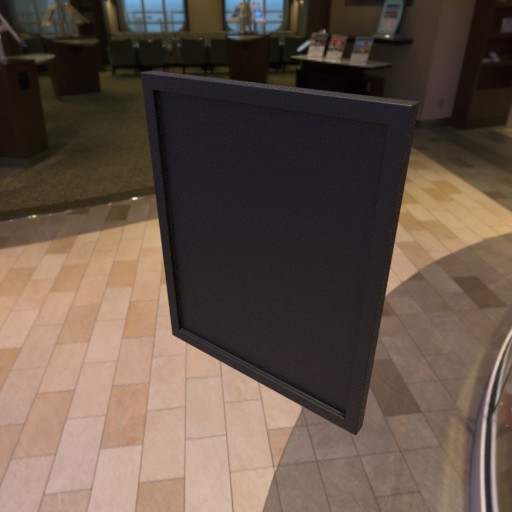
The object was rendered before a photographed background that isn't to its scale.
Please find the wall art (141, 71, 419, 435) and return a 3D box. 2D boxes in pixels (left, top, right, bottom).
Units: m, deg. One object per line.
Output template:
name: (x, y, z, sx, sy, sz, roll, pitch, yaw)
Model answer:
wall art: (0.000, 0.000, 0.765, 0.457, 0.559, 0.028, 20, 35, 31)
